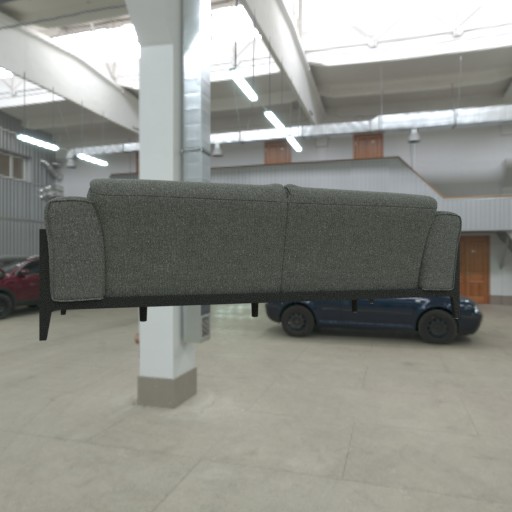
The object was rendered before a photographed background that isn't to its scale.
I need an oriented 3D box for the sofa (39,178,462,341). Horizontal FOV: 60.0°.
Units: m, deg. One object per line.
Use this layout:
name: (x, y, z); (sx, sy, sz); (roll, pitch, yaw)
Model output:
sofa: (0.000, 0.000, 2.521); (2.125, 0.703, 0.985); (0, 0, -18)
